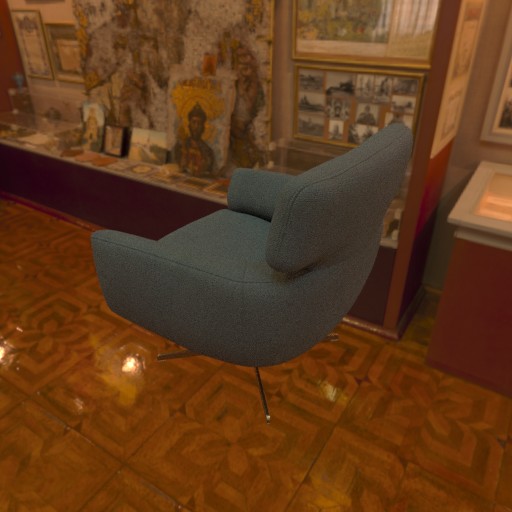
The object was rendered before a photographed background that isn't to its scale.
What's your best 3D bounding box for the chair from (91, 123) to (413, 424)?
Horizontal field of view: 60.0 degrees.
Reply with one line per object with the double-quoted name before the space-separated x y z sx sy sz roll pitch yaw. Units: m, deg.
"chair" 0.000 0.000 1.415 0.761 0.813 0.738 19 35 30
